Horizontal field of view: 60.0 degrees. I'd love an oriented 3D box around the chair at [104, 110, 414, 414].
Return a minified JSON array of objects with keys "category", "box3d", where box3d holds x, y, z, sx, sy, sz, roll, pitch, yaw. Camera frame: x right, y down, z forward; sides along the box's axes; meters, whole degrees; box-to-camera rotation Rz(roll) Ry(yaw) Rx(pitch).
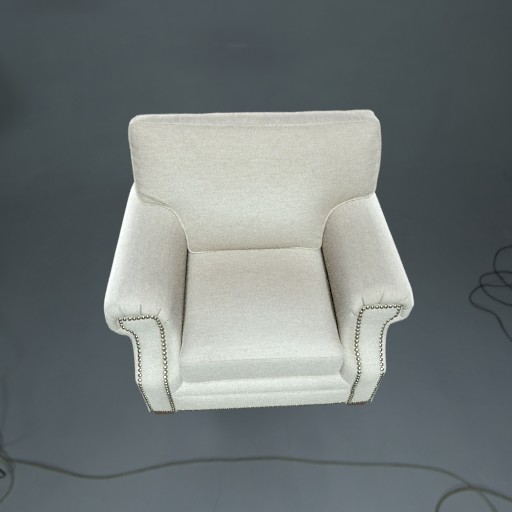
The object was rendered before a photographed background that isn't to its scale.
[{"category":"chair","box3d":[0.000,0.000,1.843,1.092,0.961,0.965,-2,46,-2]}]
